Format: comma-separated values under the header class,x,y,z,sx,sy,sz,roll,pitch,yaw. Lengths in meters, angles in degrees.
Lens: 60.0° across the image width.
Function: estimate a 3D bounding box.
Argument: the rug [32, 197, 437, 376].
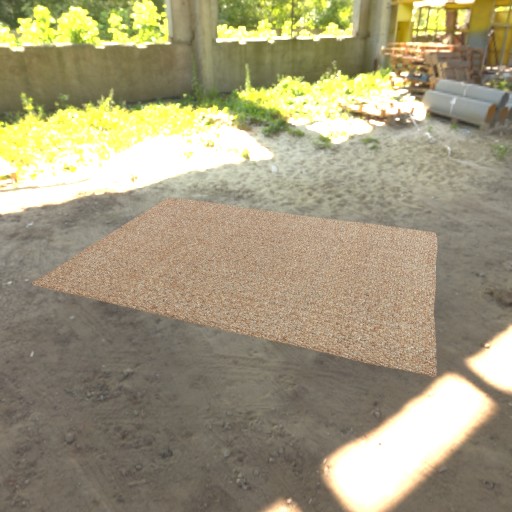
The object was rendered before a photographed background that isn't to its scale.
class,x,y,z,sx,sy,sz,roll,pitch,yaw
rug,0.000,0.000,2.778,2.141,0.013,1.566,9,28,17
